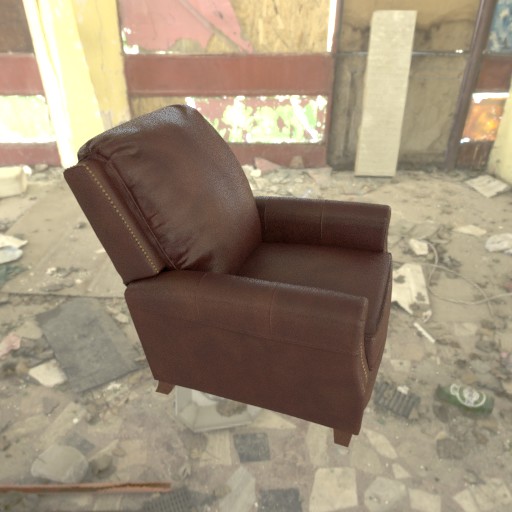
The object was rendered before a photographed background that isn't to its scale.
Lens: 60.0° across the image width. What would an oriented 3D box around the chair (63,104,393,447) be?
[{"bbox_3d":[0.000,0.000,1.760,1.089,1.022,0.826,11,33,18],"label":"chair"}]
